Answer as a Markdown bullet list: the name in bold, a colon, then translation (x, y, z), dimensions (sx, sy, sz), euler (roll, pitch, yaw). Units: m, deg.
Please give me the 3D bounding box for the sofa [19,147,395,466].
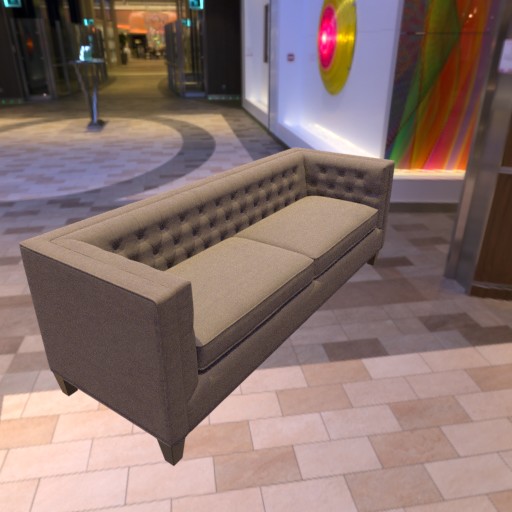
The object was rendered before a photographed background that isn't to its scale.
- **sofa**: translation (0.000, 0.000, 2.481), dimensions (0.775, 0.762, 2.159), euler (16, 30, 31)
